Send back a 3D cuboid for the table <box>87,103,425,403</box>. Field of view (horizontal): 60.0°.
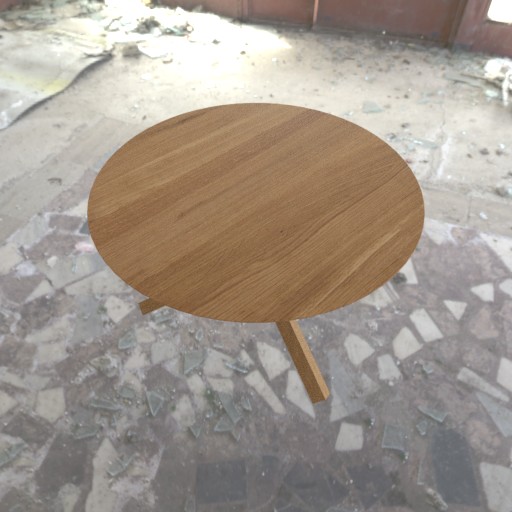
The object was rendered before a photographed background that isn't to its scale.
[{"bbox_3d":[0.000,0.000,1.651,1.038,0.666,1.038,0,48,0],"label":"table"}]
